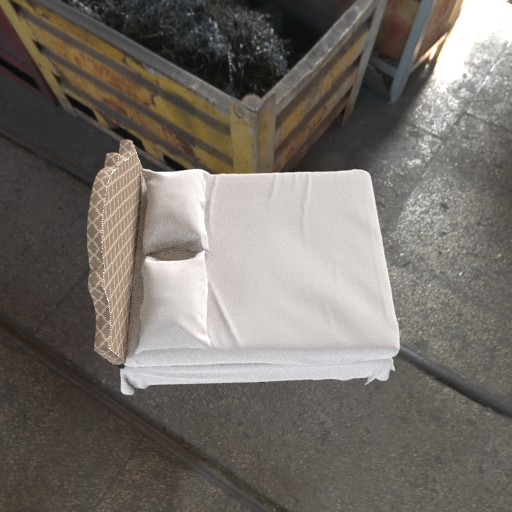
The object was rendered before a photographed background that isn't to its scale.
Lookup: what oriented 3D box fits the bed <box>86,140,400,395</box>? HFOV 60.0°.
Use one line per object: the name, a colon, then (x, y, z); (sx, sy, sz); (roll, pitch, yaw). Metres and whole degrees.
bed: (0.000, 0.000, 3.356); (2.222, 1.633, 1.780); (-2, 64, -1)
